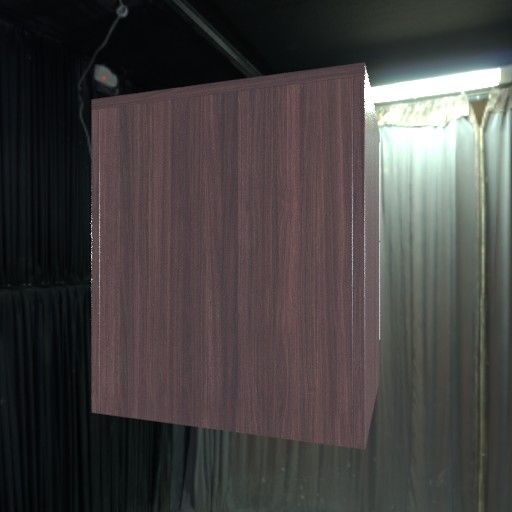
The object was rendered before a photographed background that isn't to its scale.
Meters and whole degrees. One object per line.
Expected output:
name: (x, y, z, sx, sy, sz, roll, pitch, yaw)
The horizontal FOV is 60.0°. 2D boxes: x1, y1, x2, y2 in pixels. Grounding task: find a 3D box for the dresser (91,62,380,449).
dresser: (0.000, 0.000, 0.772, 0.400, 0.470, 0.360, 0, 0, 19)
